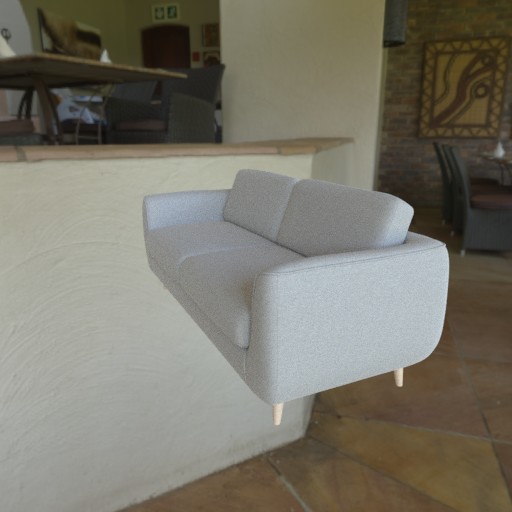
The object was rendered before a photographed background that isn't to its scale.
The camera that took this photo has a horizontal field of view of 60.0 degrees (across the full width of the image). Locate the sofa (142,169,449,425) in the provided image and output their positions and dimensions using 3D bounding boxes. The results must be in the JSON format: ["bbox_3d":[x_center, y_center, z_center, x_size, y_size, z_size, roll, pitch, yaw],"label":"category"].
[{"bbox_3d":[0.000,0.000,2.474,0.920,0.850,2.000,-7,17,-25],"label":"sofa"}]
